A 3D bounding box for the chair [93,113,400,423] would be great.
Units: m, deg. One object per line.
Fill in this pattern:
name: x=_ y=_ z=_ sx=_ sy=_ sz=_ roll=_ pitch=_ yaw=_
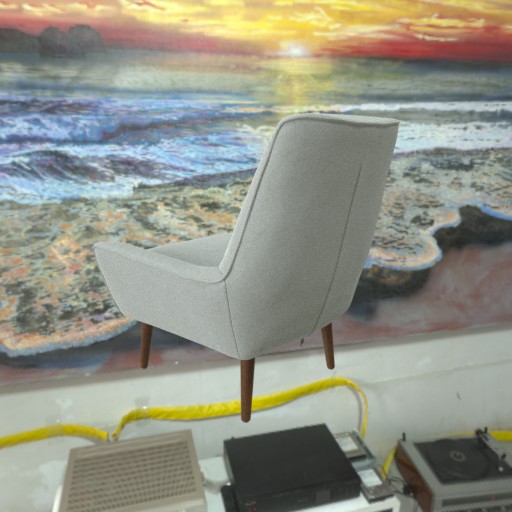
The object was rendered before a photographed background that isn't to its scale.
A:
chair: x=0.000 y=0.000 z=1.499 sx=0.822 sy=0.888 sz=0.787 roll=14 pitch=20 yaw=42
